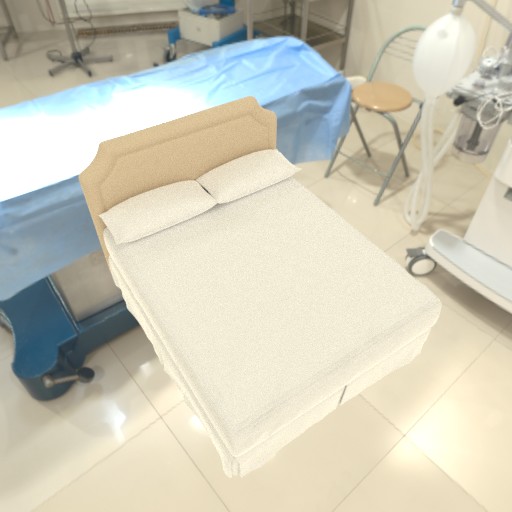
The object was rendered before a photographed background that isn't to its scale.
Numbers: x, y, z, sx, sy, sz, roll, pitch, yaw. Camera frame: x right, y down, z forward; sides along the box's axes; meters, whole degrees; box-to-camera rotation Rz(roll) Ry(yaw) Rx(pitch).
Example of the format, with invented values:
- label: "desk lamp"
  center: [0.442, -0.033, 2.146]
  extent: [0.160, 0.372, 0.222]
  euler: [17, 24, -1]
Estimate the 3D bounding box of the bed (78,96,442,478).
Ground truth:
- label: "bed"
  center: [0.000, 0.000, 3.872]
  extent: [2.134, 1.524, 2.548]
  euler: [-25, 51, -23]
